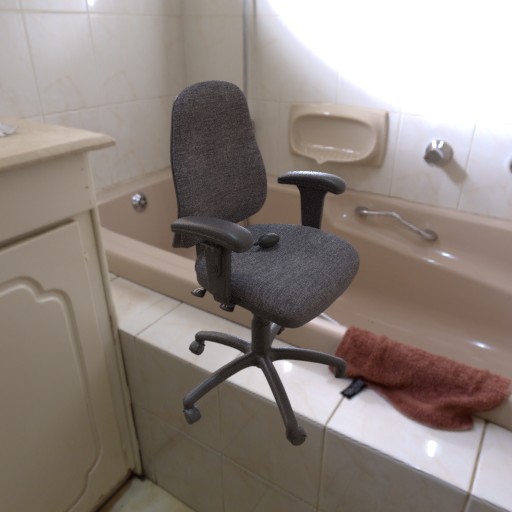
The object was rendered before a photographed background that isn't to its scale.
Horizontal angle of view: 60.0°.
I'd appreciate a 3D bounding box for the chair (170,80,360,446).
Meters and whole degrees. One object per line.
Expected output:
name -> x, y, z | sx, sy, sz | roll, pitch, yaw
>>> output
chair -> 0.000, 0.000, 1.255 | 0.530, 0.910, 0.550 | 18, 32, 31
